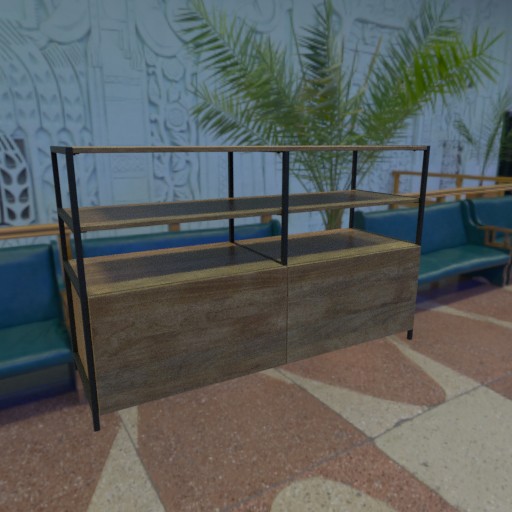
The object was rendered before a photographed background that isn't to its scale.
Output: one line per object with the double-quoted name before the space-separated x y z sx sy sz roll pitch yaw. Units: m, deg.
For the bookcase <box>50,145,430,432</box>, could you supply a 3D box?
"bookcase" 0.000 0.000 1.475 1.149 0.712 0.391 -8 16 -28
